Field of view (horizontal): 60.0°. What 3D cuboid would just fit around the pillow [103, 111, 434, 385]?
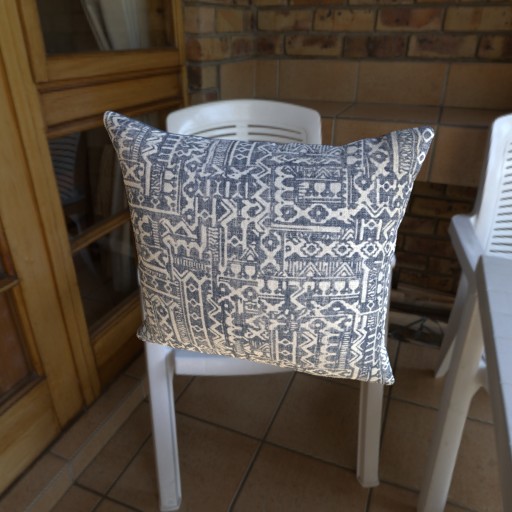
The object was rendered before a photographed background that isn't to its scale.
[{"bbox_3d":[0.000,0.000,0.803,0.546,0.487,0.180,8,28,14],"label":"pillow"}]
